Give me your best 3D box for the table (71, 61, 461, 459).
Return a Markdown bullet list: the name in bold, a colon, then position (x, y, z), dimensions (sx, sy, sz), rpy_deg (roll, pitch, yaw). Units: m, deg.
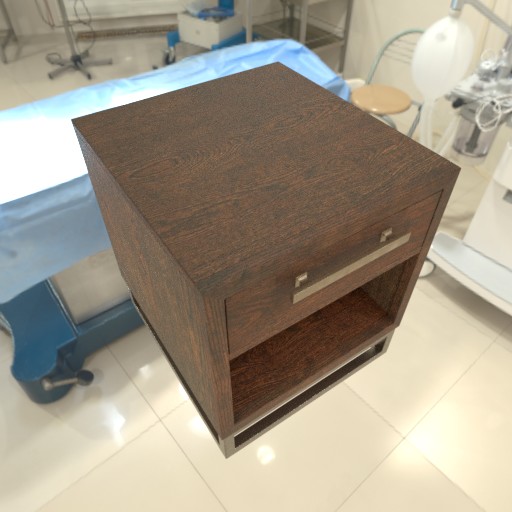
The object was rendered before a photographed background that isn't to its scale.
- **table**: position (0.000, 0.000, 1.018), dimensions (0.506, 0.582, 0.566), rpy_deg (-25, 51, -23)
